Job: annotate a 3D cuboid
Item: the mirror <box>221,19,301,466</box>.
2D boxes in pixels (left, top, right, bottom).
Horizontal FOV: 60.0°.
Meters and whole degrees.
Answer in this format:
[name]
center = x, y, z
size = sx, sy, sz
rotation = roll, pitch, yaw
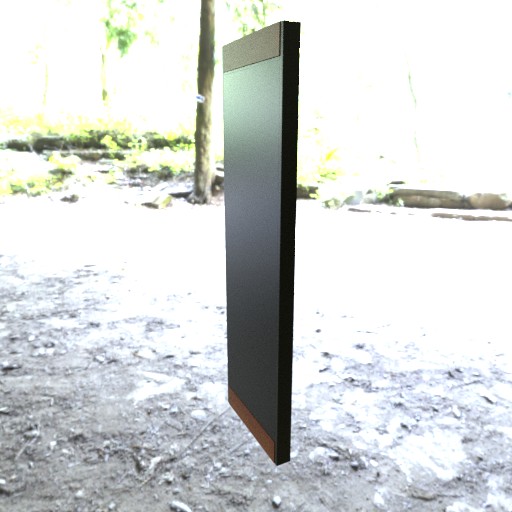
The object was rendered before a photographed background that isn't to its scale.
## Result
[mirror]
center = 0.000, 0.000, 1.238
size = 0.047, 1.123, 0.343
rotation = -8, 17, -26
